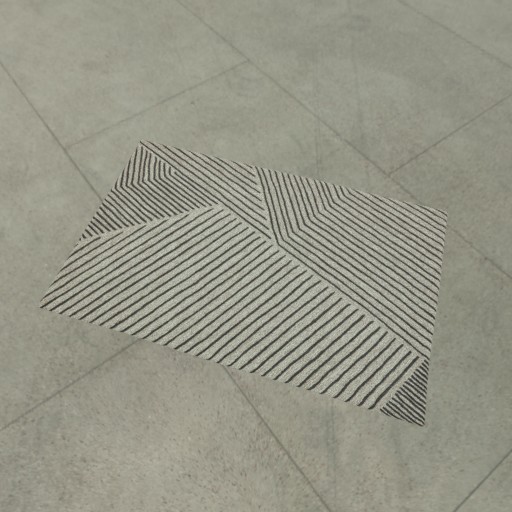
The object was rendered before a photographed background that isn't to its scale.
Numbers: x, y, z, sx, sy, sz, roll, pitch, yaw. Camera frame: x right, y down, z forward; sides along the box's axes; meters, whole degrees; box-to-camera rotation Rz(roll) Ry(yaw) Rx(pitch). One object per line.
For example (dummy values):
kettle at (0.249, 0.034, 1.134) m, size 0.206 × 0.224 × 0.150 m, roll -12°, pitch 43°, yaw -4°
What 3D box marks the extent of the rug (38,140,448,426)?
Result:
rug at (0.000, 0.000, 2.981) m, size 2.406 × 0.023 × 1.539 m, roll 15°, pitch 60°, yaw 9°
